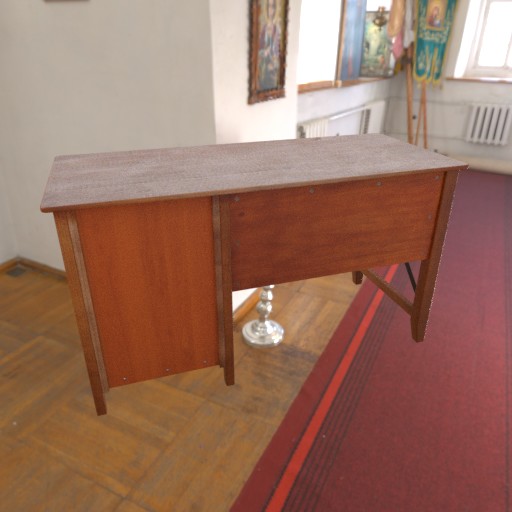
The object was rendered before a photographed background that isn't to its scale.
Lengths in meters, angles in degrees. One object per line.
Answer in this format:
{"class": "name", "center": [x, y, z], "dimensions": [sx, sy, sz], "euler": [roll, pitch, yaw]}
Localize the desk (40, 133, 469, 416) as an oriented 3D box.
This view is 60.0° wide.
{"class": "desk", "center": [0.000, 0.000, 1.730], "dimensions": [1.353, 0.756, 0.574], "euler": [-8, 28, -16]}
